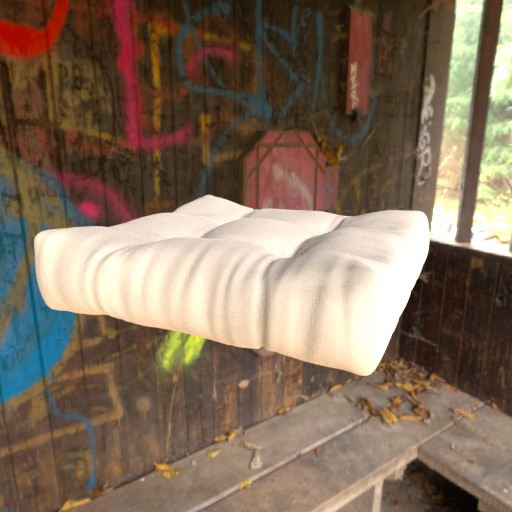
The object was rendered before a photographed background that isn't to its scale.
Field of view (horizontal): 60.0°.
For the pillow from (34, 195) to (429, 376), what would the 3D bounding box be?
[{"bbox_3d":[0.000,0.000,0.714,0.490,0.128,0.468,7,17,25],"label":"pillow"}]
